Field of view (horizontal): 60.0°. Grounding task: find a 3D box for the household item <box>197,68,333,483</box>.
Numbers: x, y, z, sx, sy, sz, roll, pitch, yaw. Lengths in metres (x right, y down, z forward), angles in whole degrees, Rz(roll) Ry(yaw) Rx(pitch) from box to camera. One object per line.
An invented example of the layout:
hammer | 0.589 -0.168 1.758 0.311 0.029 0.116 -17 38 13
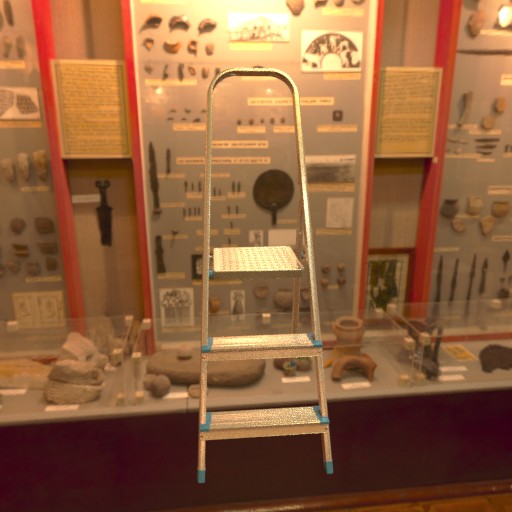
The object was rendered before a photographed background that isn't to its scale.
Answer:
household item | 0.000 0.000 1.511 0.420 1.215 0.687 -2 16 -5
